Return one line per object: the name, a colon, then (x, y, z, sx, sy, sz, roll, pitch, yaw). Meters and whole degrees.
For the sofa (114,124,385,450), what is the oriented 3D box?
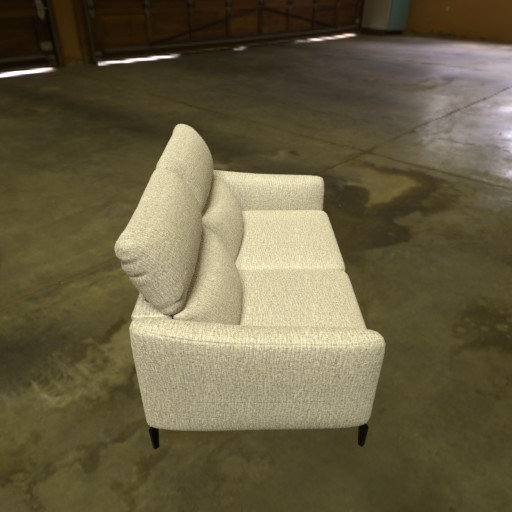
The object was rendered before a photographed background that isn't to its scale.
sofa: (0.000, 0.000, 2.138, 0.905, 0.950, 1.540, 0, 32, -1)
